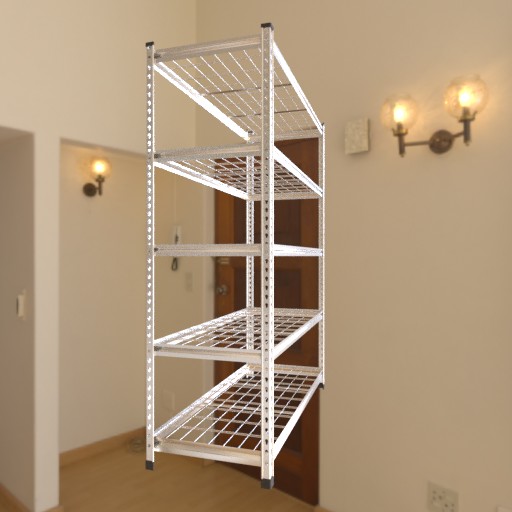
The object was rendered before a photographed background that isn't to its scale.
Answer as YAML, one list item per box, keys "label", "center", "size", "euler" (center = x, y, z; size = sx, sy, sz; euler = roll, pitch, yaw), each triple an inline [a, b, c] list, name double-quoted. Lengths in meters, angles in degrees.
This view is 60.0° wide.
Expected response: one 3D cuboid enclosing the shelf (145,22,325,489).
- label: "shelf"
  center: [0.000, 0.000, 2.695]
  size: [0.610, 1.981, 1.524]
  euler: [0, 0, 17]
